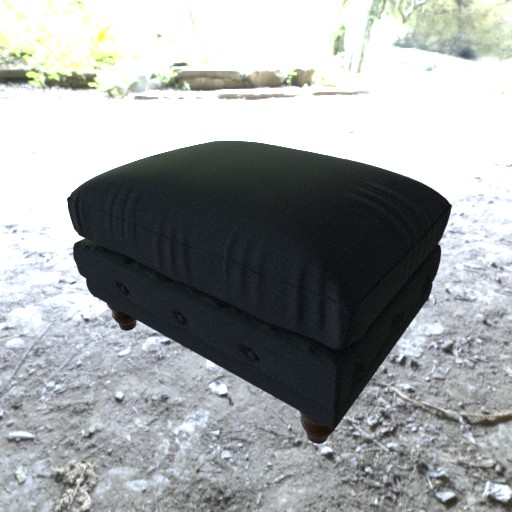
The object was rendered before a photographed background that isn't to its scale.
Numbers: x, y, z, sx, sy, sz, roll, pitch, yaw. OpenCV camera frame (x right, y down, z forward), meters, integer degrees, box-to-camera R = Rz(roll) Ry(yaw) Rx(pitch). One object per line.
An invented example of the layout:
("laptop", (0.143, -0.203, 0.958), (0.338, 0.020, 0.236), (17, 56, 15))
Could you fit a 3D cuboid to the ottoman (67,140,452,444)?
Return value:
("ottoman", (0.000, 0.000, 1.123), (0.767, 0.486, 0.558), (20, 35, 31))
